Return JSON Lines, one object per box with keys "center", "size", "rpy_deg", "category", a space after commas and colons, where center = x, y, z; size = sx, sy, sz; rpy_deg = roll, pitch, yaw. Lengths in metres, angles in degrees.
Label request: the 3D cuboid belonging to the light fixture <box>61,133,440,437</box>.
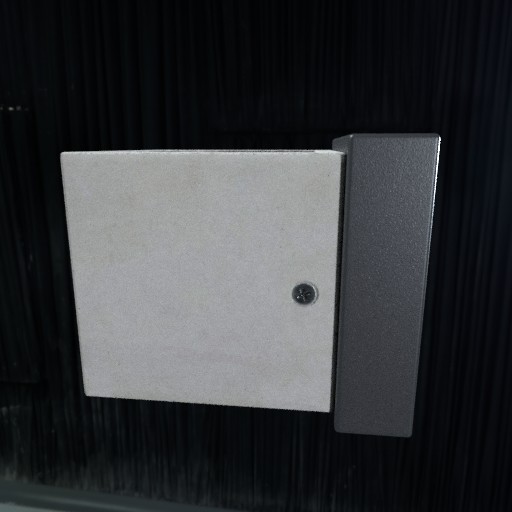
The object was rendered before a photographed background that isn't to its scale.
{"center": [0.000, 0.000, 0.233], "size": [0.143, 0.121, 0.121], "rpy_deg": [2, 14, 7], "category": "light fixture"}
